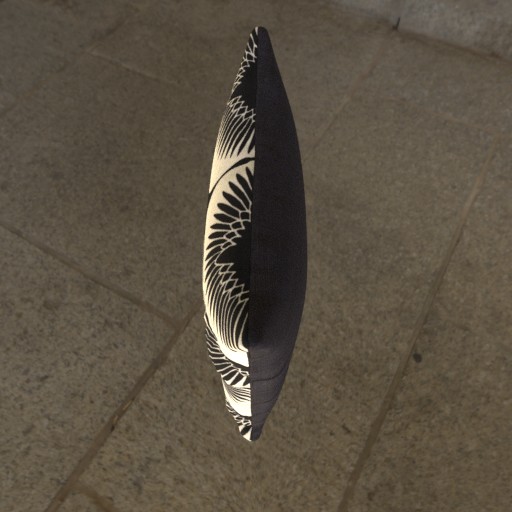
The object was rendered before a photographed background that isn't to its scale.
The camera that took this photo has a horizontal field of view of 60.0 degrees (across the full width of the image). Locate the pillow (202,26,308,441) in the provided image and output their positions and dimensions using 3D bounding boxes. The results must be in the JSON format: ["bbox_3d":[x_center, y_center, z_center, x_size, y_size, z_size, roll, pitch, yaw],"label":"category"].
[{"bbox_3d":[0.000,0.000,0.636,0.139,0.432,0.432,1,59,1],"label":"pillow"}]
